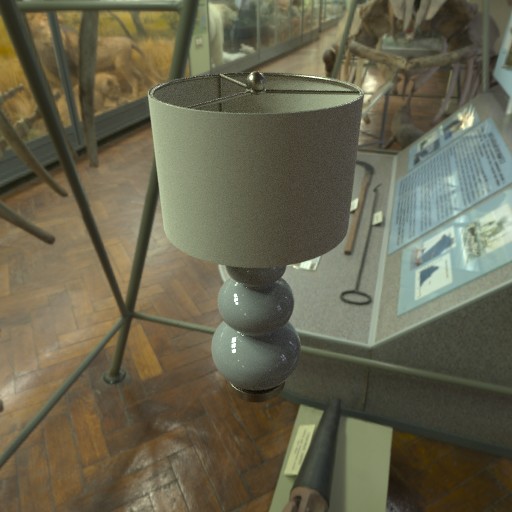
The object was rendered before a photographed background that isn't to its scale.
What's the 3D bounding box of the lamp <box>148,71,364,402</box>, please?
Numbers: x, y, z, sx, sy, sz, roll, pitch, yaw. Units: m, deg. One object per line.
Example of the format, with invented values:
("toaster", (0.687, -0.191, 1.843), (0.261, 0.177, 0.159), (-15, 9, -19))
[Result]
("lamp", (0.000, 0.000, 0.941), (0.367, 0.730, 0.367), (9, 32, 15))
